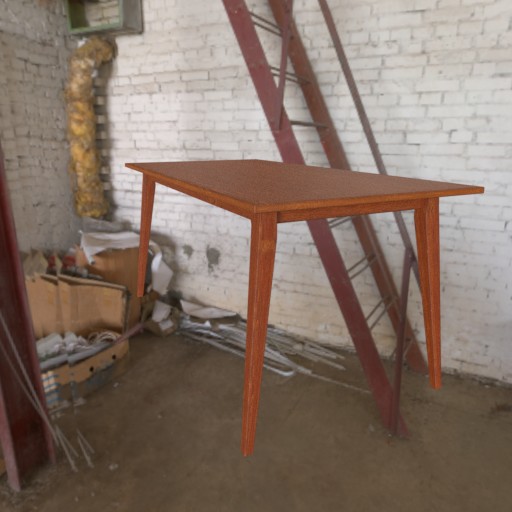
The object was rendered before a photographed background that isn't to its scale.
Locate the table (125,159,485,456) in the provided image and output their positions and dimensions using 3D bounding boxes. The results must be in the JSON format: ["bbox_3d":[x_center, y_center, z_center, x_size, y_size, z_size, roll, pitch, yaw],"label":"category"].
[{"bbox_3d":[0.000,0.000,2.015,0.811,0.755,1.609,-8,17,-25],"label":"table"}]
